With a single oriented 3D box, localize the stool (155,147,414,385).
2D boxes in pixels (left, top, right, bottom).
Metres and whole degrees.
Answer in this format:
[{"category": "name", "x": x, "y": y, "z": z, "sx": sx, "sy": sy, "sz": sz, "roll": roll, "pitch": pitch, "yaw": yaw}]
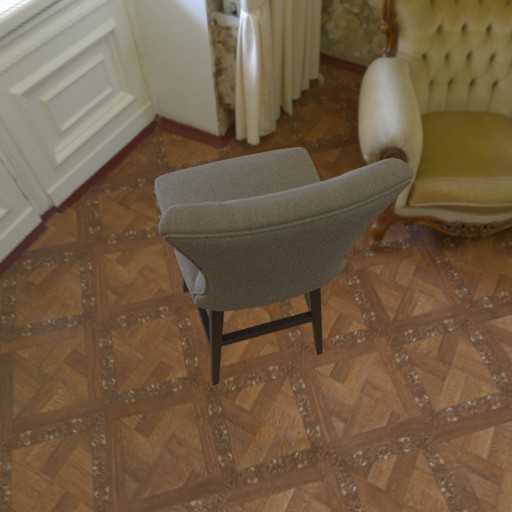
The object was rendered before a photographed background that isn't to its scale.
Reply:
[{"category": "stool", "x": 0.000, "y": 0.000, "z": 1.397, "sx": 0.514, "sy": 1.086, "sz": 0.574, "roll": -14, "pitch": 57, "yaw": -9}]
